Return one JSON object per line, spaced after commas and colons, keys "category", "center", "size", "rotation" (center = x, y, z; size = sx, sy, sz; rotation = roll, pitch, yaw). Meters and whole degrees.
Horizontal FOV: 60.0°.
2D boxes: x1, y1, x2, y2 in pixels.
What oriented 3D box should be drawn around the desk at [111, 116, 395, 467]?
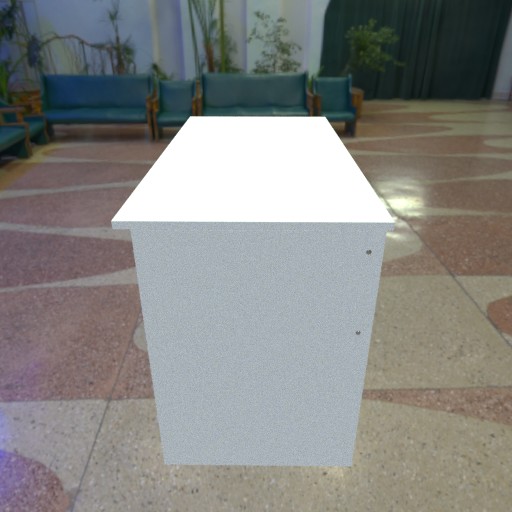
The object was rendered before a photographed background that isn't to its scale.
{"category": "desk", "center": [0.000, 0.000, 1.527], "size": [0.560, 0.730, 1.096], "rotation": [0, 28, 1]}
